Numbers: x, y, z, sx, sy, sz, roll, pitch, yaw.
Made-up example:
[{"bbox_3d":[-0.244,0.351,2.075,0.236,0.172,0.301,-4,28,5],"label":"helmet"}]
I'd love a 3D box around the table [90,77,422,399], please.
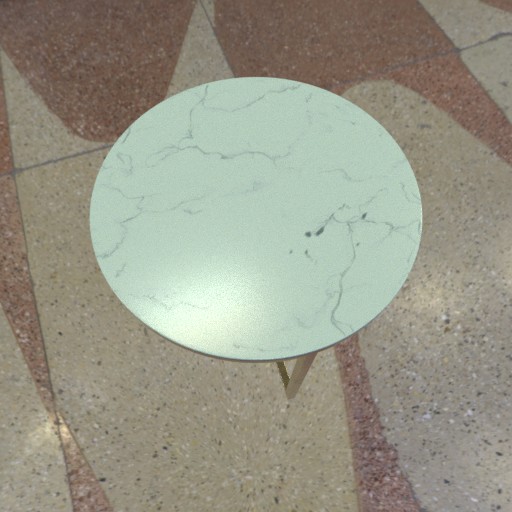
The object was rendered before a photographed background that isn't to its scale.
[{"bbox_3d":[0.000,0.000,0.862,0.500,0.420,0.500,0,64,0],"label":"table"}]
